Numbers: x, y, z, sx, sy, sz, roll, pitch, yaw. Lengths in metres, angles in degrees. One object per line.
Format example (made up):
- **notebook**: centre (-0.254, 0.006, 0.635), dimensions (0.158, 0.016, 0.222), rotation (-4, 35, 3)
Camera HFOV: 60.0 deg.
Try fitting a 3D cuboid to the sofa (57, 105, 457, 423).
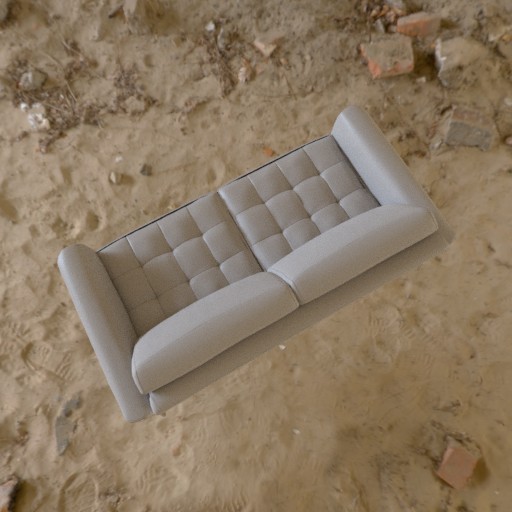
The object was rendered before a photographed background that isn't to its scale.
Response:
- **sofa**: centre (0.000, 0.000, 2.732), dimensions (2.177, 0.930, 1.121), rotation (-28, 76, -8)
